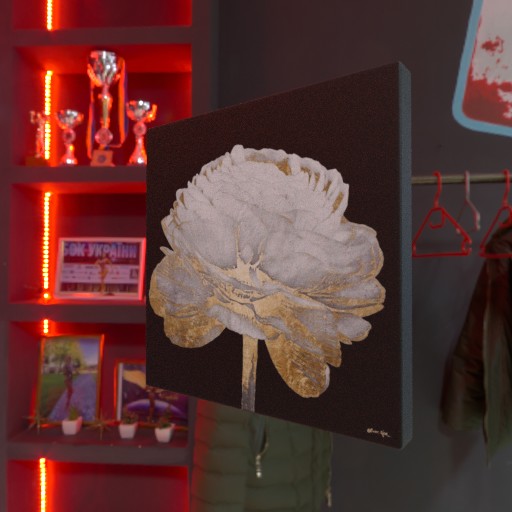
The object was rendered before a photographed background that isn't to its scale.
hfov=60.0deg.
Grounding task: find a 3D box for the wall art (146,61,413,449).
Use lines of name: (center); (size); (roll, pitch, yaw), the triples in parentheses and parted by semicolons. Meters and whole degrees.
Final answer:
wall art: (0.000, 0.000, 0.597); (0.406, 0.407, 0.041); (-1, -1, 37)
